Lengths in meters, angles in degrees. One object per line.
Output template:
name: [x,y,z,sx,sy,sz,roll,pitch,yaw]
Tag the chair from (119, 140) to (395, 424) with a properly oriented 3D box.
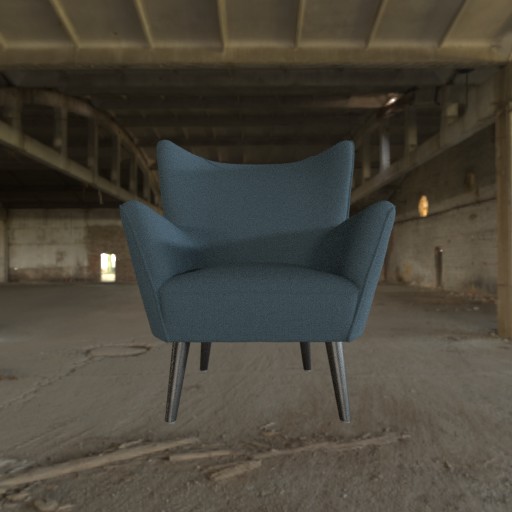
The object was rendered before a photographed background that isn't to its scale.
chair: [0.000,0.000,1.601,0.781,0.933,0.888,0,-1,-1]
